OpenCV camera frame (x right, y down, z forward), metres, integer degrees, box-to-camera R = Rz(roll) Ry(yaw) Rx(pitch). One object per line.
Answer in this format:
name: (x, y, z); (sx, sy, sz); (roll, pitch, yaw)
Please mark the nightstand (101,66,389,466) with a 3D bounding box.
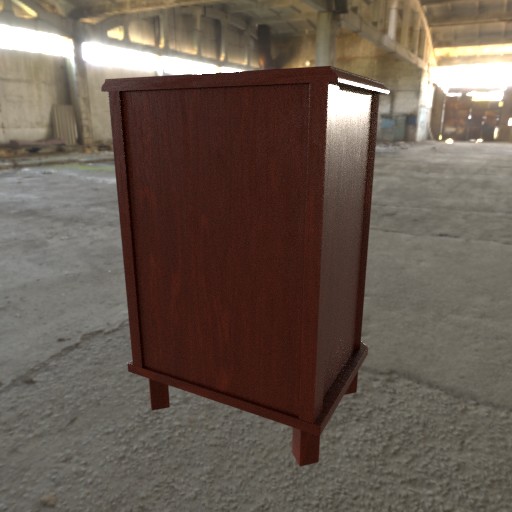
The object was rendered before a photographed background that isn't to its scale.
nightstand: (0.000, 0.000, 0.929); (0.435, 0.681, 0.351); (9, 19, 27)
